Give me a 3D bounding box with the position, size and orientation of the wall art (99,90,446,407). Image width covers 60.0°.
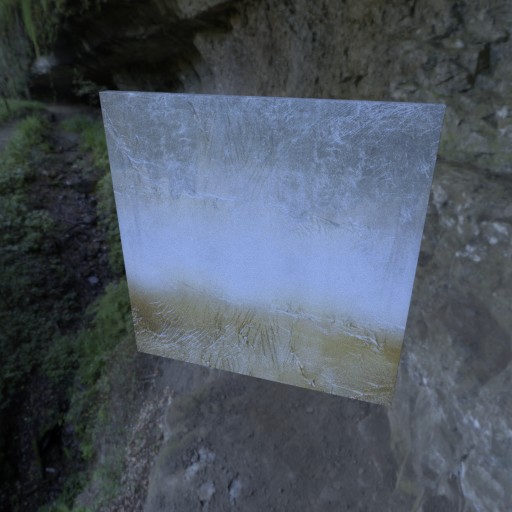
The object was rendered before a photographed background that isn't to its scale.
[{"bbox_3d":[0.000,0.000,1.608,1.092,1.091,0.051,8,28,16],"label":"wall art"}]
